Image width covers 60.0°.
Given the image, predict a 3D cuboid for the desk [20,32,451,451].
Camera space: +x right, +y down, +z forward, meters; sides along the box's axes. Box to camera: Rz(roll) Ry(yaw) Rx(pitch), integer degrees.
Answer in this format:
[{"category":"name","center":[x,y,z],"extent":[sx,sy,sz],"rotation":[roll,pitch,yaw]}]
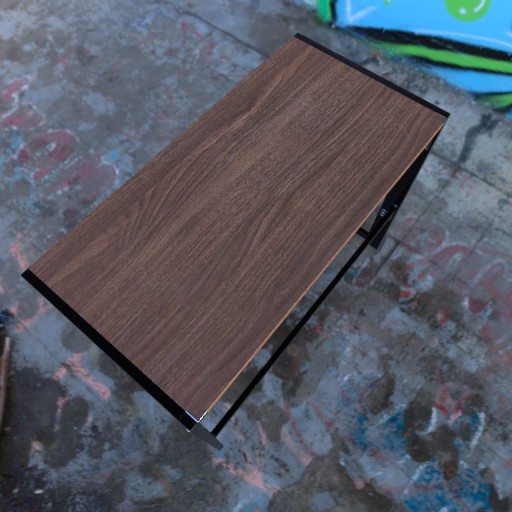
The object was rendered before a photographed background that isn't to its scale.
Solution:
[{"category":"desk","center":[0.000,0.000,1.411],"extent":[0.508,0.762,1.016],"rotation":[36,69,16]}]
